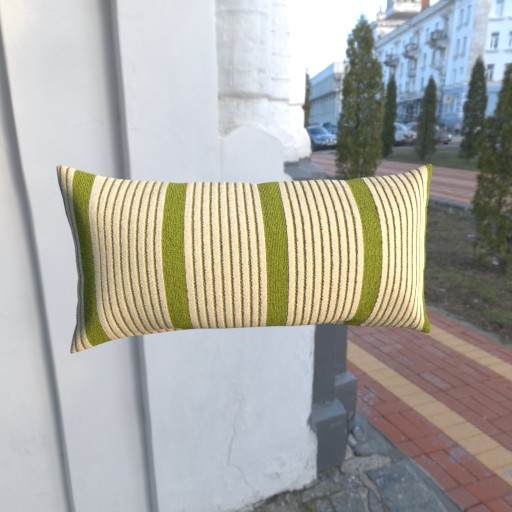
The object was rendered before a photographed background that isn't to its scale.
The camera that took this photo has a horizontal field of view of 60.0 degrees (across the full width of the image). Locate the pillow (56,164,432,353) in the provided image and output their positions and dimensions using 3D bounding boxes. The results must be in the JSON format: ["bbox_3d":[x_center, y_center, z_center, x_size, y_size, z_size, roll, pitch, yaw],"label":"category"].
[{"bbox_3d":[0.000,0.000,0.724,0.608,0.292,0.156,-2,17,-6],"label":"pillow"}]
